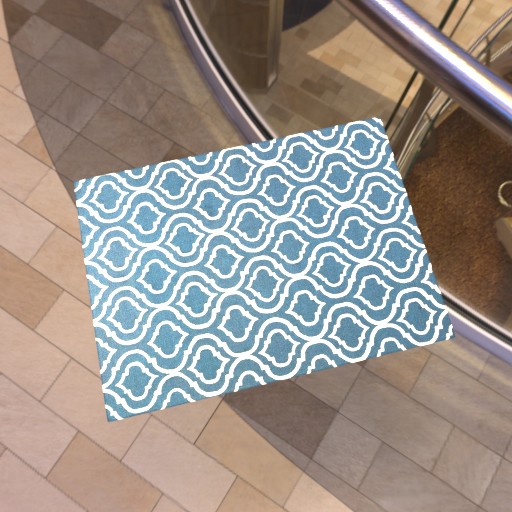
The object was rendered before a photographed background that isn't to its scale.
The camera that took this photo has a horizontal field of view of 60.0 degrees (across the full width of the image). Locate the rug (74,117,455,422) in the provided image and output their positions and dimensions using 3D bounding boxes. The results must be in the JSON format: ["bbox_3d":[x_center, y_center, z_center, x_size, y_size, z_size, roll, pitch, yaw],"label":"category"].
[{"bbox_3d":[0.000,0.000,4.438,3.353,0.010,2.438,-13,76,-3],"label":"rug"}]
